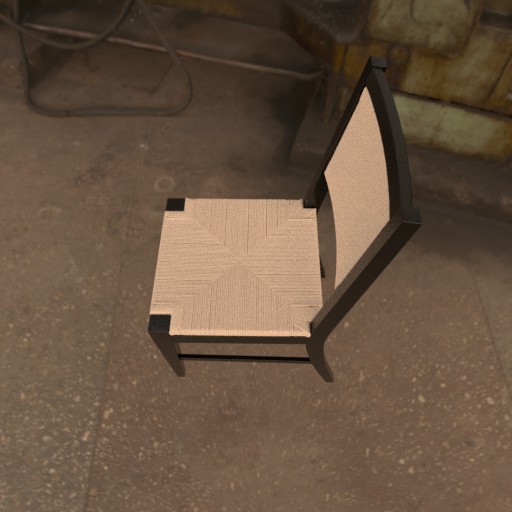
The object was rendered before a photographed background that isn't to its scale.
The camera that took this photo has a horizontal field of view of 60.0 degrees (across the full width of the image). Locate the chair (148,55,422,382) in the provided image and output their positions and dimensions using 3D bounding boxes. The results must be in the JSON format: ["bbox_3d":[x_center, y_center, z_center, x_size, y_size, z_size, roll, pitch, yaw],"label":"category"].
[{"bbox_3d":[0.000,0.000,1.217,0.552,0.927,0.437,1,59,0],"label":"chair"}]
